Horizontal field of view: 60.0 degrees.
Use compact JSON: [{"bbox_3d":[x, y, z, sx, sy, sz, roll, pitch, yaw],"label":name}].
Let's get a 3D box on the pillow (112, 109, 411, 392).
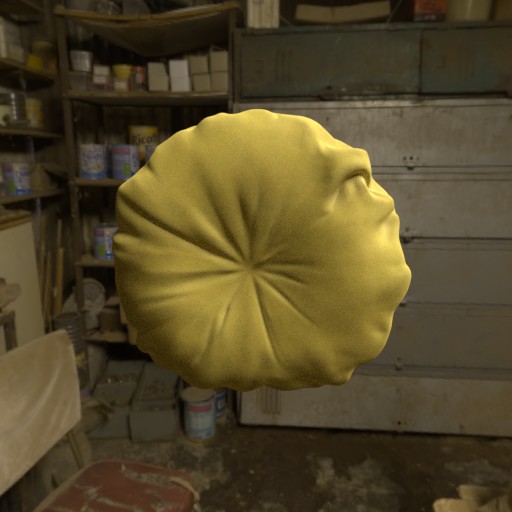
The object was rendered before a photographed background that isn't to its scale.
[{"bbox_3d":[0.000,0.000,0.647,0.428,0.407,0.148,1,13,7],"label":"pillow"}]
